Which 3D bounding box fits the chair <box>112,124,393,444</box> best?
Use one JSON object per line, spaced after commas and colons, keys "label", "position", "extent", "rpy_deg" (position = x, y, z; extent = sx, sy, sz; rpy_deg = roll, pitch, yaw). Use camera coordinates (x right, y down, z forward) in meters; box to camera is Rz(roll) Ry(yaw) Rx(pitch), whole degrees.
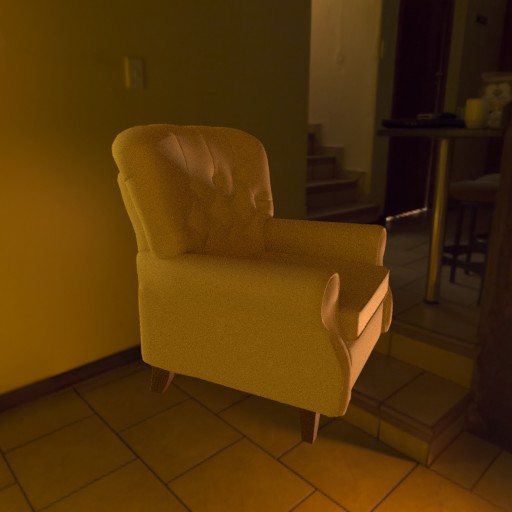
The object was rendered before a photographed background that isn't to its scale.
{"label": "chair", "position": [0.000, 0.000, 2.042], "extent": [1.132, 1.169, 1.035], "rpy_deg": [8, 18, 26]}
